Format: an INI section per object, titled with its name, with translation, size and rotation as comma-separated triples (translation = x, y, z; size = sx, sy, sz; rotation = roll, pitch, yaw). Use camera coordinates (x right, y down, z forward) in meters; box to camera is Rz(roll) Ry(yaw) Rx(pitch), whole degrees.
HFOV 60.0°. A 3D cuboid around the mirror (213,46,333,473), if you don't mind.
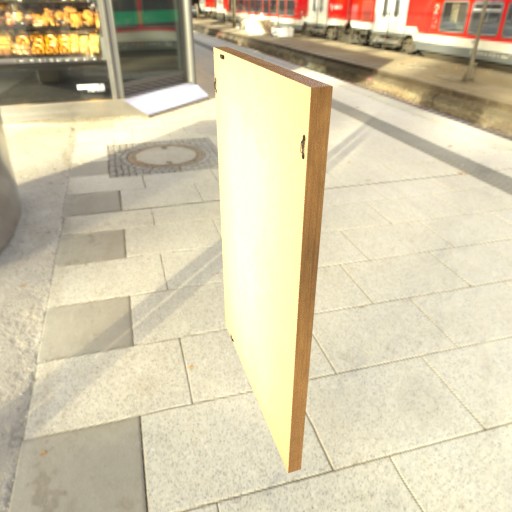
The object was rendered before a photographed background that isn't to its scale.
[mirror]
translation = 0.000, 0.000, 1.129
size = 0.040, 0.915, 0.609
rotation = -9, 32, -16
